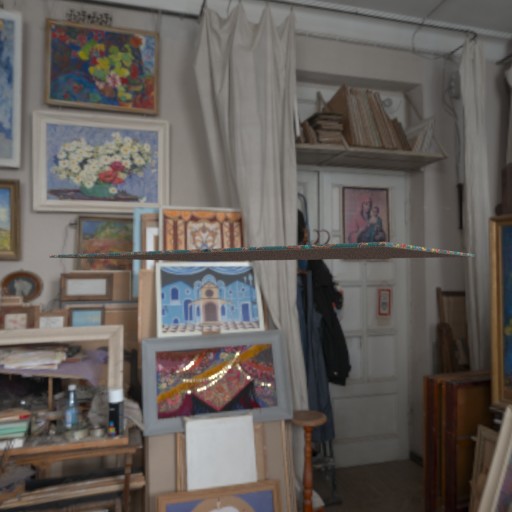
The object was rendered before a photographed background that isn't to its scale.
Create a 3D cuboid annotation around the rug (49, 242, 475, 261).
[{"bbox_3d":[0.000,0.000,2.286,1.836,0.014,1.216,-1,-2,37],"label":"rug"}]
